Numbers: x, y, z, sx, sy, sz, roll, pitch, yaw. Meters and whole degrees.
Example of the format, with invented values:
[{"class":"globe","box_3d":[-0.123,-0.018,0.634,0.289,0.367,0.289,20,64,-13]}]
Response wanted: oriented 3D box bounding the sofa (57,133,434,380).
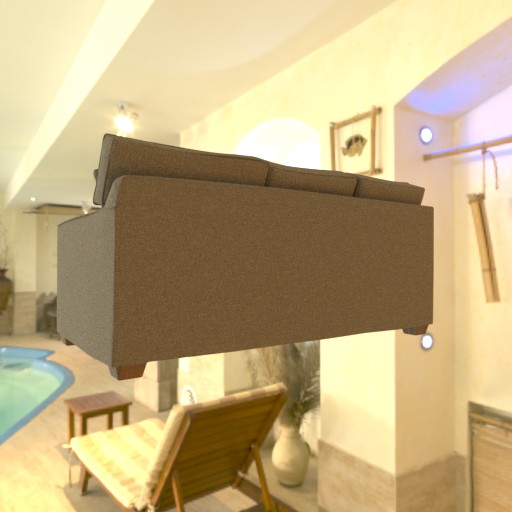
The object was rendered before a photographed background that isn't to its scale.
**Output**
[{"class":"sofa","box_3d":[0.000,0.000,2.551,1.963,0.946,1.034,1,-1,-35]}]
